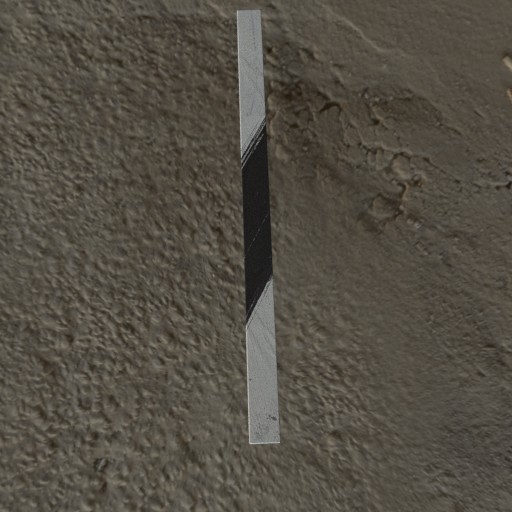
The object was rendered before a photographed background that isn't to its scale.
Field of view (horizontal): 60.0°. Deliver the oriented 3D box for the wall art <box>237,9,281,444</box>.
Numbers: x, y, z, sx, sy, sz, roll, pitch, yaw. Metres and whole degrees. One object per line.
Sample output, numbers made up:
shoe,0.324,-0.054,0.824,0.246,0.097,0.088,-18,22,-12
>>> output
wall art,0.000,0.000,1.112,0.046,0.765,0.765,-2,75,0
